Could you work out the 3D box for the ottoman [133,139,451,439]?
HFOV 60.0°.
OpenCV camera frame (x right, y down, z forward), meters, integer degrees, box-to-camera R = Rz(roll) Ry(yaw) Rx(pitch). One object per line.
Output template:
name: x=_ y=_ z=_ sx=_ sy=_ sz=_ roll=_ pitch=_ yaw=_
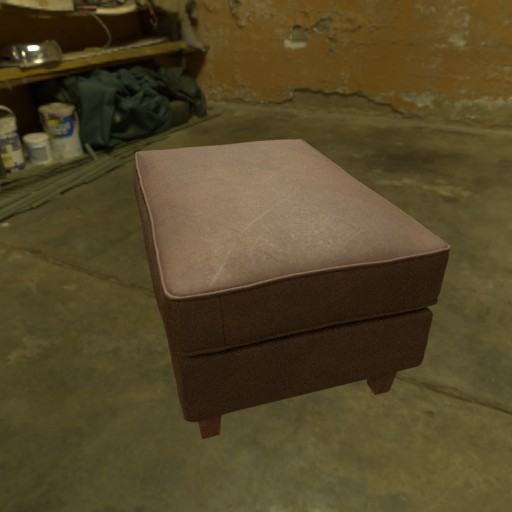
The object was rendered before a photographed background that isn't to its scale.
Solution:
ottoman: x=0.000 y=0.000 z=1.248 sx=0.596 sy=0.481 sz=0.860 roll=-9 pitch=32 yaw=-15
